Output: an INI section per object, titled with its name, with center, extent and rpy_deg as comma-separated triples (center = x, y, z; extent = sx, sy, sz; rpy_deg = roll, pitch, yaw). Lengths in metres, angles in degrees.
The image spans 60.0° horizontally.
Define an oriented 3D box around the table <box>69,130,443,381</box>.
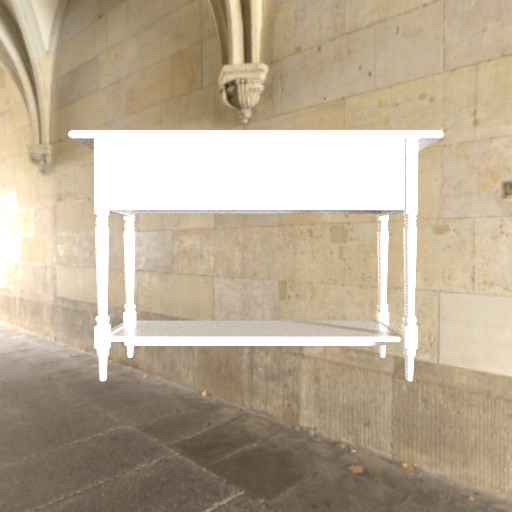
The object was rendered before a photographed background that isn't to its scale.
[table]
center = 0.000, 0.000, 1.612
extent = 1.197, 0.808, 0.384
rpy_deg = 0, 1, 0
